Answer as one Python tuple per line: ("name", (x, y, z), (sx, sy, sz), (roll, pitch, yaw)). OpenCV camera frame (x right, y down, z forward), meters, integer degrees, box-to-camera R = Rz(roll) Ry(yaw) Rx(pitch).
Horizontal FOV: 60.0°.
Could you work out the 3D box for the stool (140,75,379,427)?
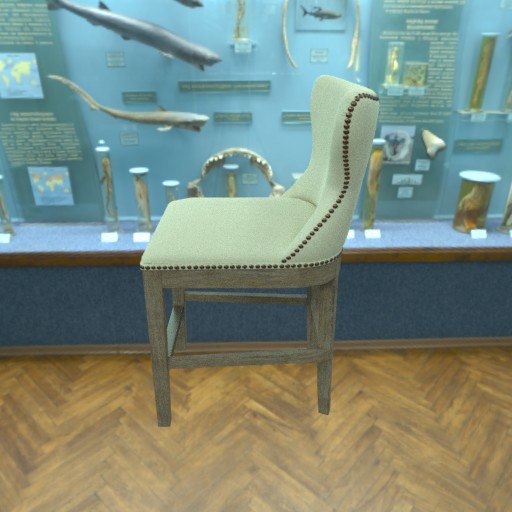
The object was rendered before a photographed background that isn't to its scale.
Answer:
("stool", (0.000, 0.000, 1.333), (0.608, 0.981, 0.498), (0, 26, -1))
